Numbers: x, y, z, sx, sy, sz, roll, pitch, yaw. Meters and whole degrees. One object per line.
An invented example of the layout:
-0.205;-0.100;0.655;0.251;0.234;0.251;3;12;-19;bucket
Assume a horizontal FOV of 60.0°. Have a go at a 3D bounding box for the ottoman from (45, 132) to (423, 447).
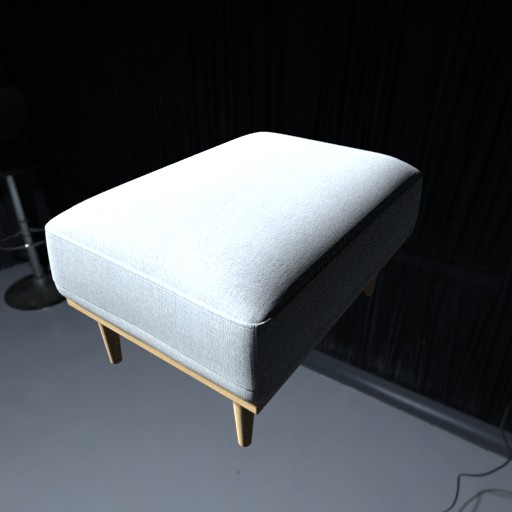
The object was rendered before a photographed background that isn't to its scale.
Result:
0.000;0.000;1.070;0.549;0.428;0.749;20;37;29;ottoman
